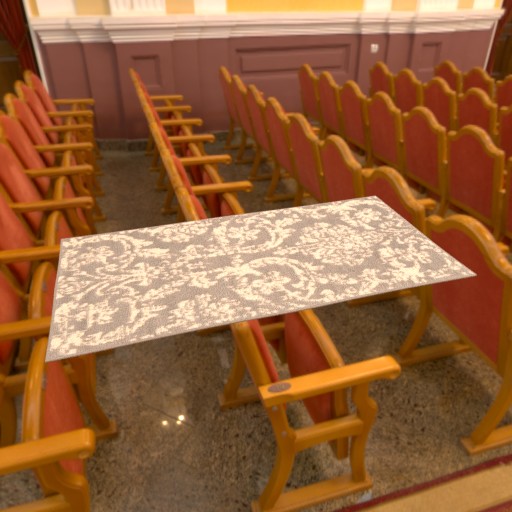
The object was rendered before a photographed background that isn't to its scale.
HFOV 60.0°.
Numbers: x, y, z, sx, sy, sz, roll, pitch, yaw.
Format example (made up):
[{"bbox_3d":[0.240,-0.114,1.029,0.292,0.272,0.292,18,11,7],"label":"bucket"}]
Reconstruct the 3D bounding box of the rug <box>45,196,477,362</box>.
[{"bbox_3d":[0.000,0.000,1.433,1.219,0.007,0.604,-9,33,-14],"label":"rug"}]
